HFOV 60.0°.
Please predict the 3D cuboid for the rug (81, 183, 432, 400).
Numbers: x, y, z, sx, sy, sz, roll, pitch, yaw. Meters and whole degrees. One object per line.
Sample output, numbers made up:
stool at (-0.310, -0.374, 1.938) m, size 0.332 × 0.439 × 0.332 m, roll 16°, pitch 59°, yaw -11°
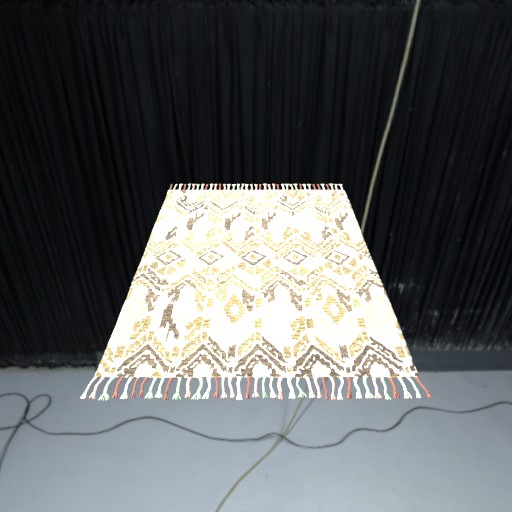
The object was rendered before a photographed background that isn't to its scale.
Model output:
rug at (0.000, 0.000, 2.296) m, size 1.219 × 0.008 × 1.829 m, roll 0°, pitch 33°, yaw 0°
